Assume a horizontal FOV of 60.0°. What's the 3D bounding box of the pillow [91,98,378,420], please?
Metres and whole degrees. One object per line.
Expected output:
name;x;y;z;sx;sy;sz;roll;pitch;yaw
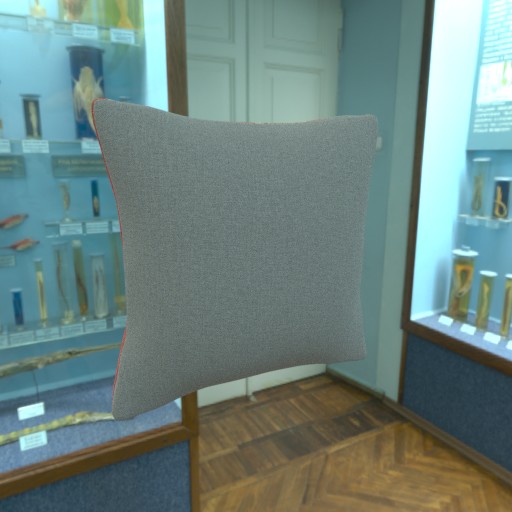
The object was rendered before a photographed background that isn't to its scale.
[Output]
pillow;0.000;0.000;0.653;0.437;0.419;0.136;-6;14;-26
